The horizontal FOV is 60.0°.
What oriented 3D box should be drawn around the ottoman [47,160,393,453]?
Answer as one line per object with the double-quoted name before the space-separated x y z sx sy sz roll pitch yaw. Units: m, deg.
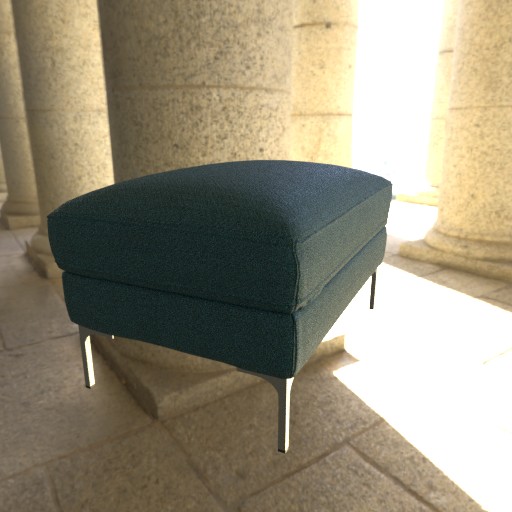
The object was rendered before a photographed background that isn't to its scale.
"ottoman" 0.000 0.000 1.189 0.563 0.498 0.856 8 18 25
